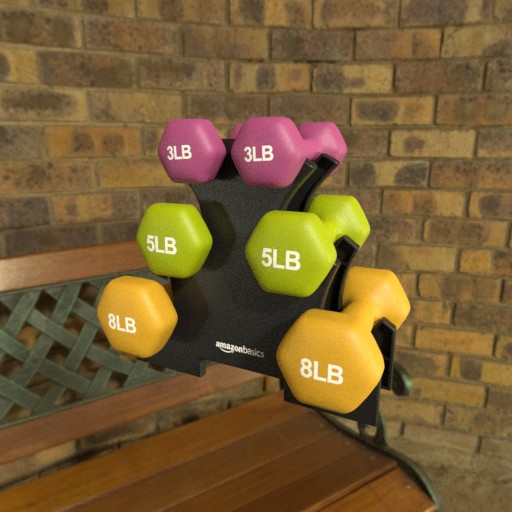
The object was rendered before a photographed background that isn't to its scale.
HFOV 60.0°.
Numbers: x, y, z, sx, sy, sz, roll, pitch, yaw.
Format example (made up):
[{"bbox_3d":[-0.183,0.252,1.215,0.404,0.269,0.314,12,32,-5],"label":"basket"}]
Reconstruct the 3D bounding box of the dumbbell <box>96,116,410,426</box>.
[{"bbox_3d":[0.000,0.000,0.465,0.300,0.271,0.190,7,16,26],"label":"dumbbell"}]
